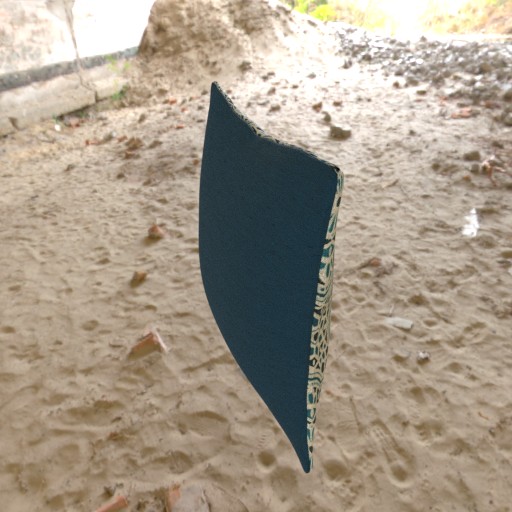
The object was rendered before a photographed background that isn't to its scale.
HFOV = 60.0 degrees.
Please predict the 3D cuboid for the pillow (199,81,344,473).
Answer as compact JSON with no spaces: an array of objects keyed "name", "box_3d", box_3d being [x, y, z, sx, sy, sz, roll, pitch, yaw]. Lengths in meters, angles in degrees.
[{"name":"pillow","box_3d":[0.000,0.000,0.652,0.145,0.420,0.440,-10,32,-16]}]
